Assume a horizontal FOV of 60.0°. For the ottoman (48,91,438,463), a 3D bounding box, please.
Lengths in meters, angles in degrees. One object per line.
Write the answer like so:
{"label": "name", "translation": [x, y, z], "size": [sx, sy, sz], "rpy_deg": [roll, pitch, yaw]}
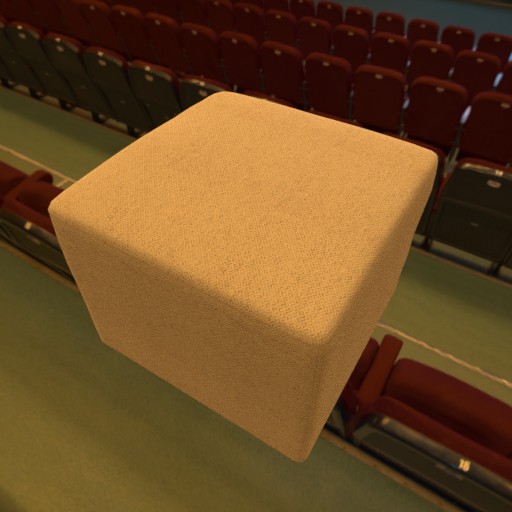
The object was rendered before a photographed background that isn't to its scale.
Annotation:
{"label": "ottoman", "translation": [0.000, 0.000, 0.911], "size": [0.521, 0.453, 0.512], "rpy_deg": [24, 50, 22]}
